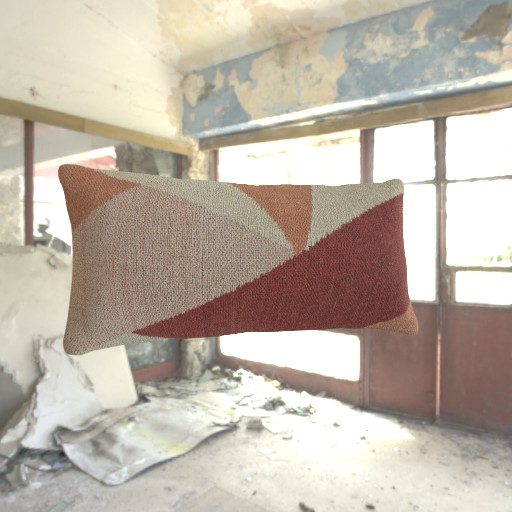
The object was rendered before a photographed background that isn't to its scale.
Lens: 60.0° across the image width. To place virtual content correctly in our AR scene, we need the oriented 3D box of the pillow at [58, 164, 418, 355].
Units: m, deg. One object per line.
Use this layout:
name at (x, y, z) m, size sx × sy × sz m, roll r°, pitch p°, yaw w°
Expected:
pillow at (0.000, 0.000, 0.738) m, size 0.609 × 0.292 × 0.155 m, roll 0°, pitch 1°, yaw -17°
